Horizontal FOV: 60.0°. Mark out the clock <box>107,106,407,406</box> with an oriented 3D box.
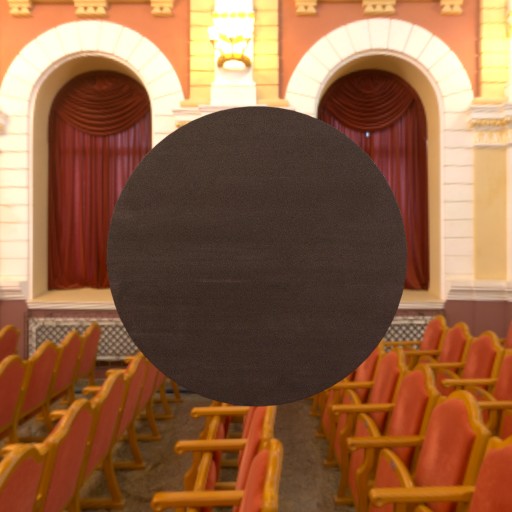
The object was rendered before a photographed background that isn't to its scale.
[{"bbox_3d":[0.000,0.000,0.892,0.595,0.595,0.029,0,0,1],"label":"clock"}]
